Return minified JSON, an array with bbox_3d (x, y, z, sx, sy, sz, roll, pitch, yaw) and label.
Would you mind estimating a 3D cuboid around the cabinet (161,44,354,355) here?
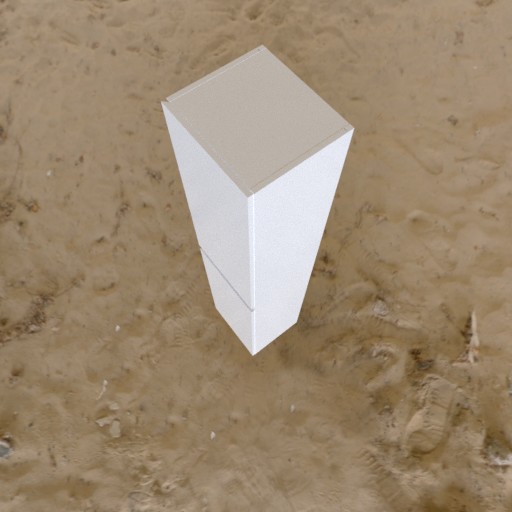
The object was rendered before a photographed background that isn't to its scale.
[{"bbox_3d":[0.000,0.000,1.546,0.270,1.400,0.300,-35,70,-15],"label":"cabinet"}]
